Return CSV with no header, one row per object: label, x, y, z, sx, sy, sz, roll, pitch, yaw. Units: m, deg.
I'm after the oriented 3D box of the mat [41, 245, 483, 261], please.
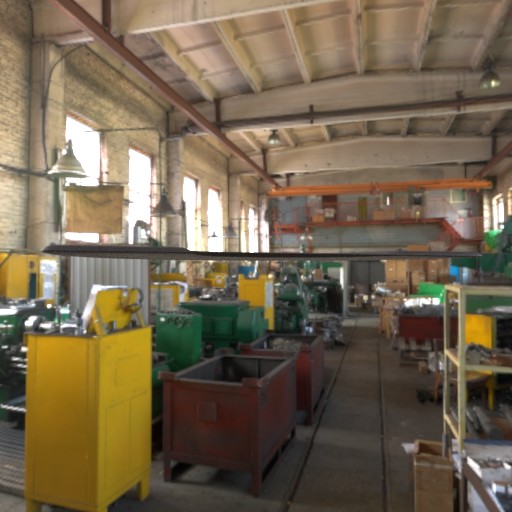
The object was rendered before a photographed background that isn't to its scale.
mat,0.000,0.000,1.850,1.525,0.022,0.917,1,-2,-18
